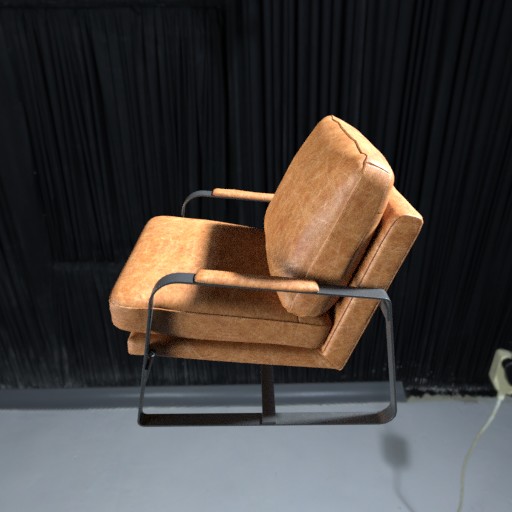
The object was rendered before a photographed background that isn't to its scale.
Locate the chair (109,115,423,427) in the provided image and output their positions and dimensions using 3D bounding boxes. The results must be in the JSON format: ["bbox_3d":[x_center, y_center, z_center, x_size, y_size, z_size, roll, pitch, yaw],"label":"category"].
[{"bbox_3d":[0.000,0.000,1.395,0.801,0.777,0.651,0,28,-1],"label":"chair"}]
